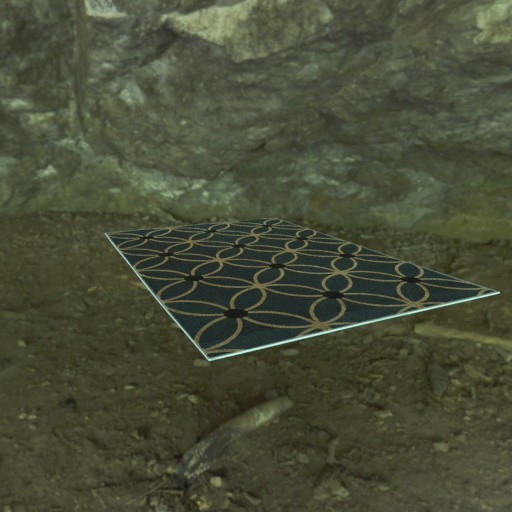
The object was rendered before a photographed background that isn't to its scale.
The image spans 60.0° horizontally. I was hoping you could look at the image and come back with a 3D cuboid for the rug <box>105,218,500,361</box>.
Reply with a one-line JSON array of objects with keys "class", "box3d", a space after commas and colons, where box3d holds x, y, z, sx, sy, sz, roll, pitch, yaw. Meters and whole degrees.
[{"class": "rug", "box3d": [0.000, 0.000, 2.815, 1.522, 0.008, 2.284, -7, 17, -26]}]
